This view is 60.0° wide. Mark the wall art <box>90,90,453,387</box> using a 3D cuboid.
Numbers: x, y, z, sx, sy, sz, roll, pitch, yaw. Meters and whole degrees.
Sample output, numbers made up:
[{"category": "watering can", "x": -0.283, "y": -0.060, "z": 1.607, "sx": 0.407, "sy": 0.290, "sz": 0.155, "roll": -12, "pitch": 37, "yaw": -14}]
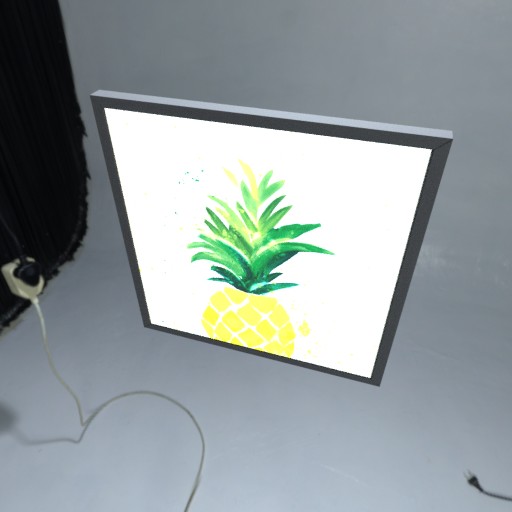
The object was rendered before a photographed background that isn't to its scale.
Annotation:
[{"category": "wall art", "x": 0.000, "y": 0.000, "z": 1.146, "sx": 0.762, "sy": 0.760, "sz": 0.037, "roll": 11, "pitch": 40, "yaw": 14}]
